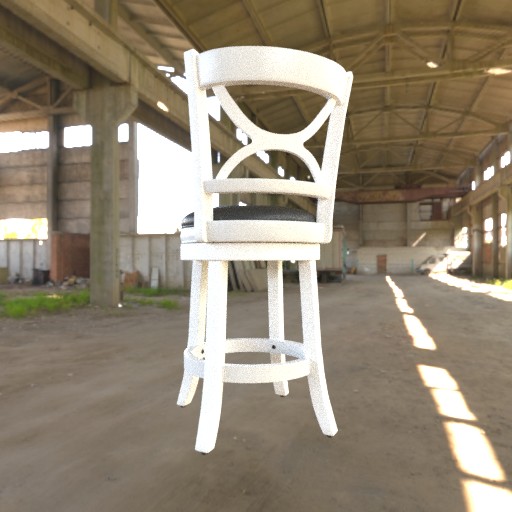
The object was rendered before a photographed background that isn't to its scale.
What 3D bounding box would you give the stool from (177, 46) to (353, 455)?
[{"bbox_3d":[0.000,0.000,1.237,0.444,0.953,0.508,0,0,-18],"label":"stool"}]
